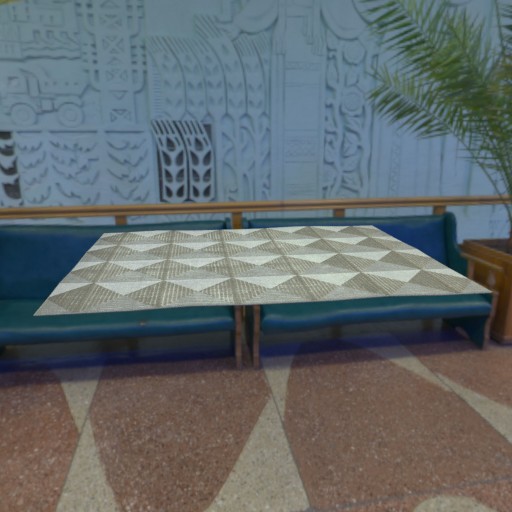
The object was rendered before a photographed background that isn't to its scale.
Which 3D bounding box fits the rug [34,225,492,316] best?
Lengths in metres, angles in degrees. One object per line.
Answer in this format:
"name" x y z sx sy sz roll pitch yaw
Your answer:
"rug" 0.000 0.000 4.336 3.333 0.027 2.428 -2 16 -7
